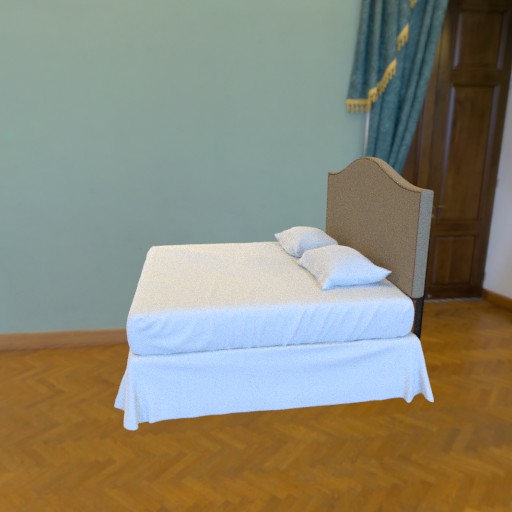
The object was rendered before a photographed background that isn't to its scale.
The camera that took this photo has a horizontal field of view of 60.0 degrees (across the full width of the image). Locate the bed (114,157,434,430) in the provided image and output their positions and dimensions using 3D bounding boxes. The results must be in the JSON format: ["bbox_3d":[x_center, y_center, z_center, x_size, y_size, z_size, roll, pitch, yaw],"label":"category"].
[{"bbox_3d":[0.000,0.000,3.808,2.222,1.651,2.311,-2,14,-9],"label":"bed"}]
